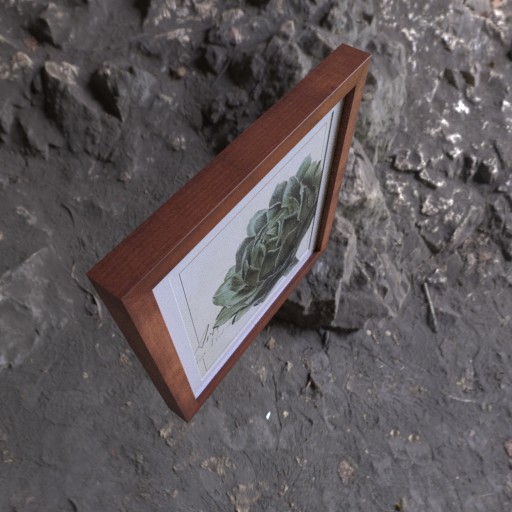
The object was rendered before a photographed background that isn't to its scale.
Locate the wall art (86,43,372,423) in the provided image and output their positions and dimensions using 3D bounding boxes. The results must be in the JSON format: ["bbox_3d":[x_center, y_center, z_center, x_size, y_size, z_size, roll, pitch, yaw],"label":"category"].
[{"bbox_3d":[0.000,0.000,0.579,0.038,0.385,0.386,32,62,19],"label":"wall art"}]
